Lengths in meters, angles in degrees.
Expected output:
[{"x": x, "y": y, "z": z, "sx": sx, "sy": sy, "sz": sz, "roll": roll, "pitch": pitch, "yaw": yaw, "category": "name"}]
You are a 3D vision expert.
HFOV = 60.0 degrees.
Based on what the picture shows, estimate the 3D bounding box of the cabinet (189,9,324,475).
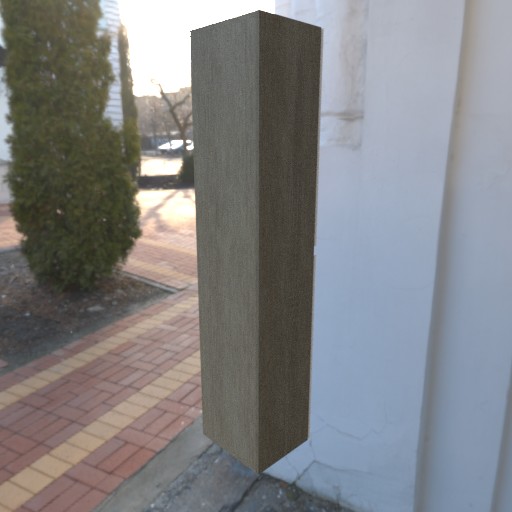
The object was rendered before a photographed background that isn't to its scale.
[{"x": 0.000, "y": 0.000, "z": 1.498, "sx": 0.270, "sy": 1.400, "sz": 0.300, "roll": -13, "pitch": 19, "yaw": -43, "category": "cabinet"}]
